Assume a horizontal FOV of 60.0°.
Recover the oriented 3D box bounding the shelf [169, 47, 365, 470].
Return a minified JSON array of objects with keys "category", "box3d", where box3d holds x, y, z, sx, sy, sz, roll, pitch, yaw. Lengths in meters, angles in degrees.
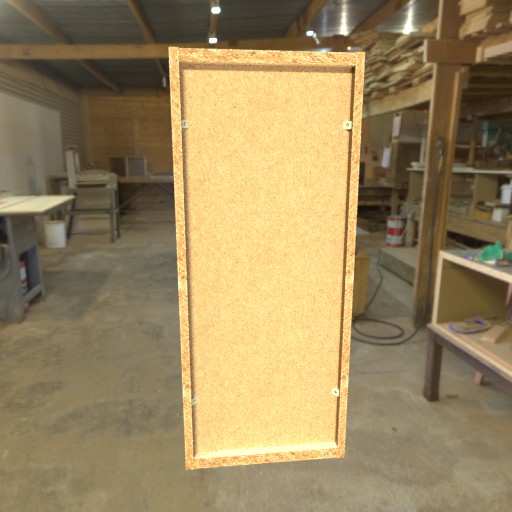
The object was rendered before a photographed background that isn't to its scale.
[{"category":"shelf","box3d":[0.000,0.000,0.766,0.253,0.600,0.290,-2,13,-6]}]
